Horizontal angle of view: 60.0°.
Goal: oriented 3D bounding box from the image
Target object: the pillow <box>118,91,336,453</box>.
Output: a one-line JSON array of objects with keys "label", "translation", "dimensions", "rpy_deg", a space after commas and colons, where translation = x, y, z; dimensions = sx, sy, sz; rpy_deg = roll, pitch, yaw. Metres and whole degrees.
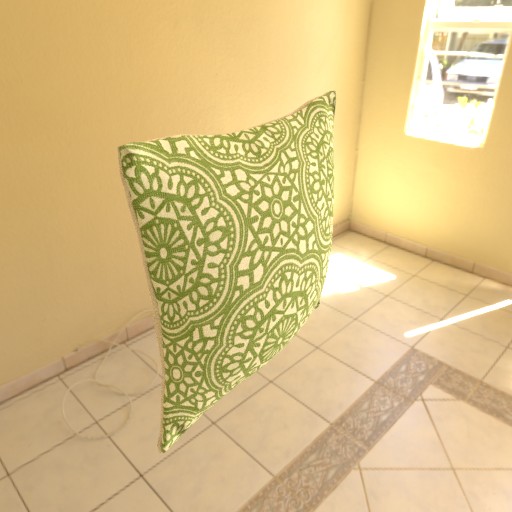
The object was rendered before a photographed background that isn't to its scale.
[{"label": "pillow", "translation": [0.000, 0.000, 0.658], "dimensions": [0.162, 0.419, 0.440], "rpy_deg": [19, 33, 31]}]
